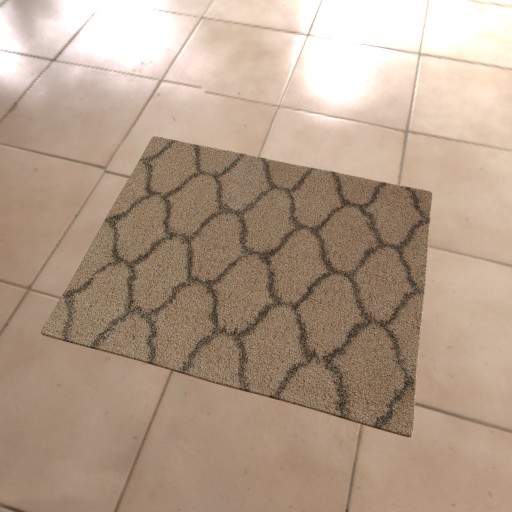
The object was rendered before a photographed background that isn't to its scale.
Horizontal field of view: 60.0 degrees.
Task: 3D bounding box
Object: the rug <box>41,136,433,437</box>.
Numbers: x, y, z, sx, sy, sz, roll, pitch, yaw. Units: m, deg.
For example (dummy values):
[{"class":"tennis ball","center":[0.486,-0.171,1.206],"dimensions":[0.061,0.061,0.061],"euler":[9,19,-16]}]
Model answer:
[{"class":"rug","center":[0.000,0.000,4.019],"dimensions":[3.000,0.026,2.399],"euler":[13,59,8]}]
